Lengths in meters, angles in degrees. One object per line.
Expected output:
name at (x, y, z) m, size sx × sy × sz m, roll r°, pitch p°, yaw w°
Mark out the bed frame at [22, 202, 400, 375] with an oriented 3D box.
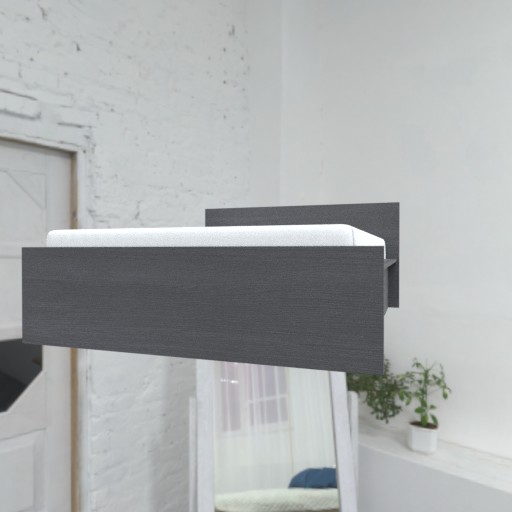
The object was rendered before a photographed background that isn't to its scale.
bed frame at (0.000, 0.000, 2.718) m, size 1.622 × 0.800 × 1.960 m, roll 0°, pitch 1°, yaw 19°
